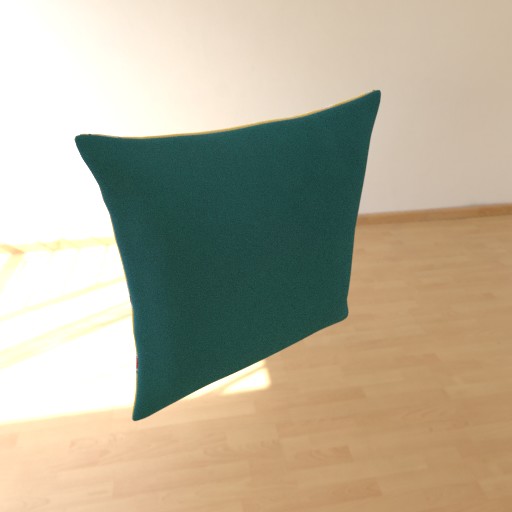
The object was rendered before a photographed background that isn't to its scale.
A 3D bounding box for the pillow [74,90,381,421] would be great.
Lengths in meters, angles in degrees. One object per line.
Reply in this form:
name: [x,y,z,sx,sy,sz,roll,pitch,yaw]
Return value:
pillow: [0.000,0.000,0.778,0.525,0.508,0.166,-19,36,-29]
